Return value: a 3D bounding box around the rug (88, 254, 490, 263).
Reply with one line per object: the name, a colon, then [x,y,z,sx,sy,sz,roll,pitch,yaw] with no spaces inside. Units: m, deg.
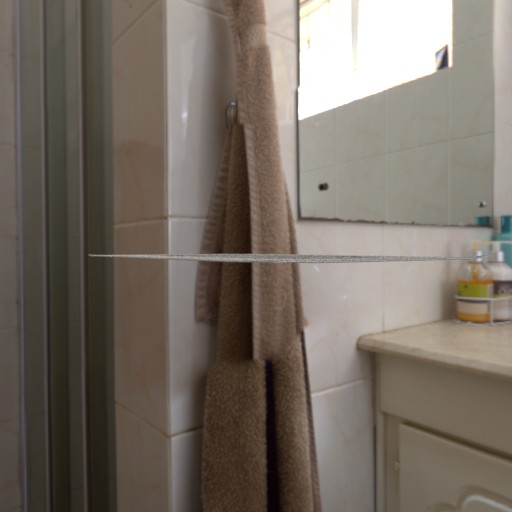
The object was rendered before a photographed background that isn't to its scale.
rug: [0.000,0.000,2.318,1.209,0.019,1.828,-1,1,-36]
